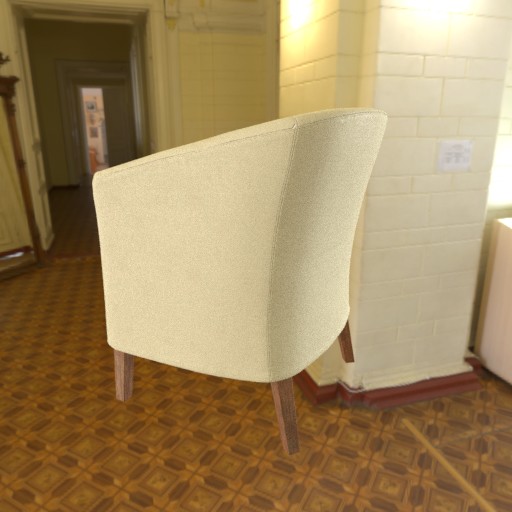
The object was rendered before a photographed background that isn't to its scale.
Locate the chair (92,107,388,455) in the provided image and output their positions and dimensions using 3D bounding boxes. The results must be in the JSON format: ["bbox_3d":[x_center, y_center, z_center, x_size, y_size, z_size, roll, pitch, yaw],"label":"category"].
[{"bbox_3d":[0.000,0.000,1.312,0.657,0.822,0.643,9,19,27],"label":"chair"}]
